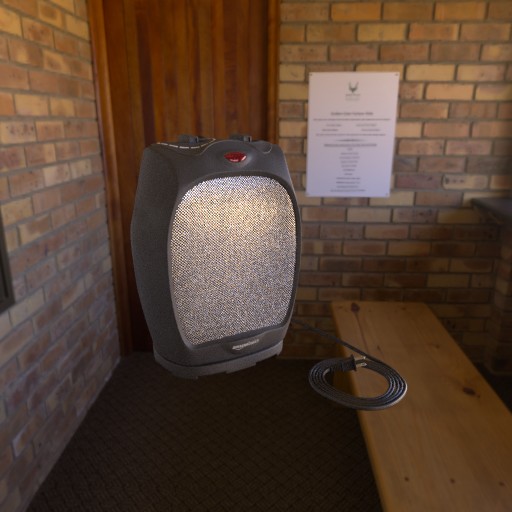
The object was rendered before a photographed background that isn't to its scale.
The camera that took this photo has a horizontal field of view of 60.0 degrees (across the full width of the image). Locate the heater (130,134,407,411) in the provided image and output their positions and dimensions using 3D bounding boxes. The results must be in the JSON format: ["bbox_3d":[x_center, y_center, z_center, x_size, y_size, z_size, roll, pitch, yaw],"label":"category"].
[{"bbox_3d":[0.000,0.000,0.483,0.239,0.255,0.291,-9,19,-28],"label":"heater"}]
